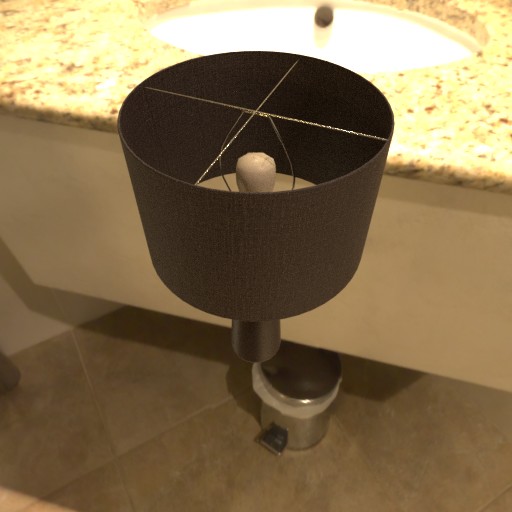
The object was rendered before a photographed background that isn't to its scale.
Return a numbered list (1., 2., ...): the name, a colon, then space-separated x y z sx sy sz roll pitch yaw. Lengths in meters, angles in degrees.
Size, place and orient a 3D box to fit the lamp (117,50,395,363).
1. lamp: 0.000 0.000 0.672 0.303 0.488 0.303 0 47 0
